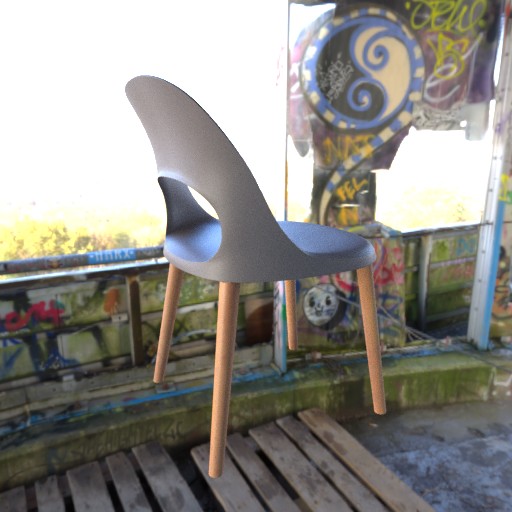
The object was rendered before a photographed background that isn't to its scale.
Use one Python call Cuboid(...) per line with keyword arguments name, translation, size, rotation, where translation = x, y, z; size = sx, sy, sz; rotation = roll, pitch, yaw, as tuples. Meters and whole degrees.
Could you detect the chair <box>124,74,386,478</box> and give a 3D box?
Cuboid(name="chair", translation=(0.000, 0.000, 1.100), size=(0.556, 0.795, 0.470), rotation=(-7, 16, -27))
